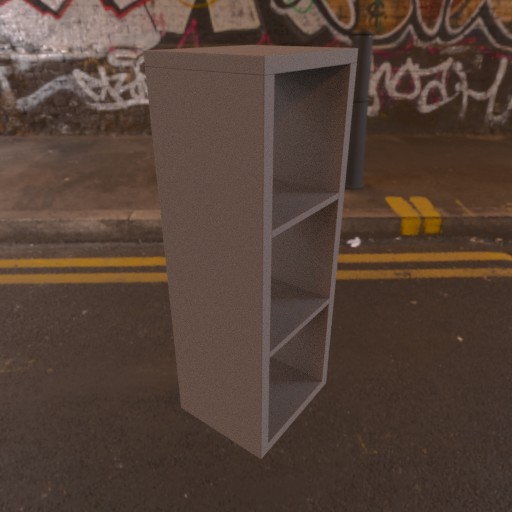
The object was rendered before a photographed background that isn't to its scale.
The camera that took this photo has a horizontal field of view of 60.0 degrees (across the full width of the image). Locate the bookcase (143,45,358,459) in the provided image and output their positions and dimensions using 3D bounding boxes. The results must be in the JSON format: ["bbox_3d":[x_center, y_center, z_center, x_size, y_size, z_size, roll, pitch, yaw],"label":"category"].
[{"bbox_3d":[0.000,0.000,1.277,0.330,1.080,0.390,19,33,32],"label":"bookcase"}]
